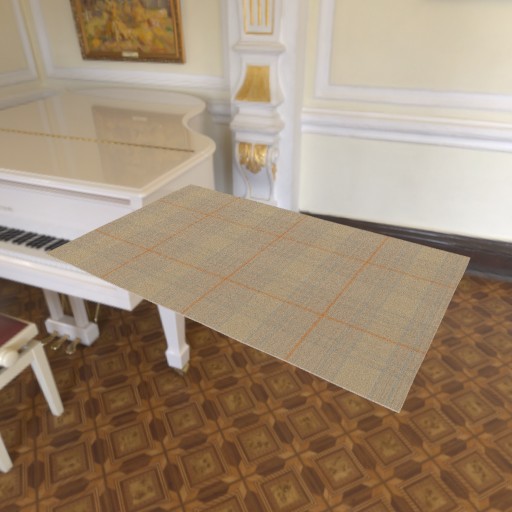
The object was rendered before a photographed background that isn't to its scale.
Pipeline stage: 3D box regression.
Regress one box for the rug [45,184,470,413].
[{"bbox_3d":[0.000,0.000,2.998,2.442,0.016,1.527,18,35,28],"label":"rug"}]
